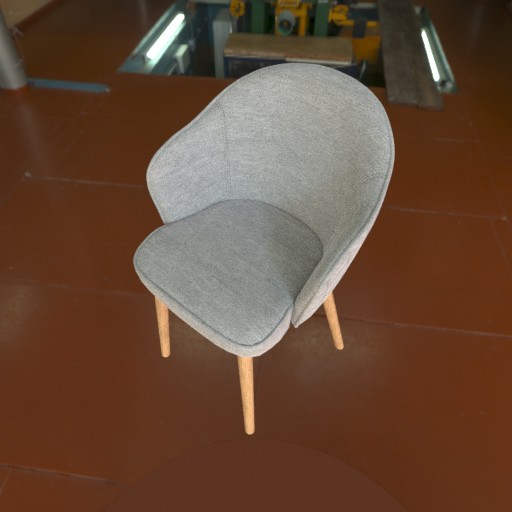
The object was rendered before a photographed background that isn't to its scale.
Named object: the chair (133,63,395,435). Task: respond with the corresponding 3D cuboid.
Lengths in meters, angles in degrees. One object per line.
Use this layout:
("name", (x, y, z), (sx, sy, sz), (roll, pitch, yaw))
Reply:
("chair", (0.000, 0.000, 1.139), (0.540, 0.800, 0.530), (33, 54, 28))
